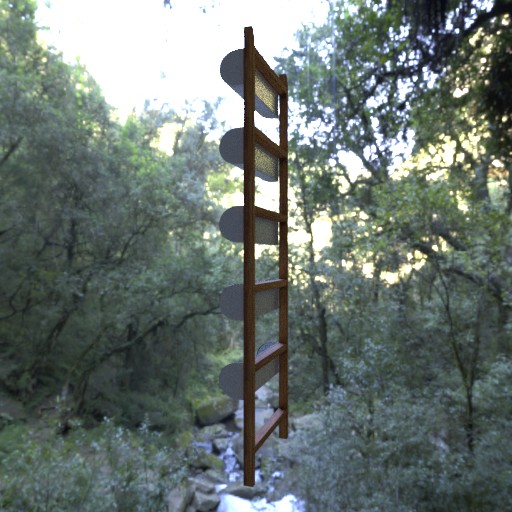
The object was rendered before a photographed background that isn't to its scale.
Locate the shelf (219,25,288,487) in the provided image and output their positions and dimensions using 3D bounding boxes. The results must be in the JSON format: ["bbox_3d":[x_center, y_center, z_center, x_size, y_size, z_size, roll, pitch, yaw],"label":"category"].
[{"bbox_3d":[0.000,0.000,1.770,0.141,1.600,0.454,0,0,20],"label":"shelf"}]
